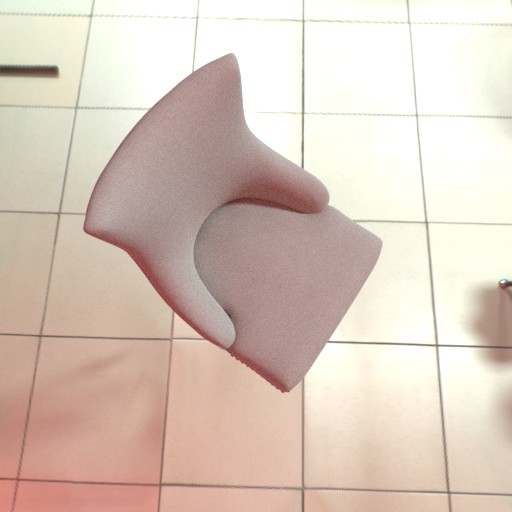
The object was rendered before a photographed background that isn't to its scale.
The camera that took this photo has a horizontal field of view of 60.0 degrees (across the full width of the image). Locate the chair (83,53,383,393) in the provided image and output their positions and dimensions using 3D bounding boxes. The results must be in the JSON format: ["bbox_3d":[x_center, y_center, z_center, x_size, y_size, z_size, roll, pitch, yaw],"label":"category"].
[{"bbox_3d":[0.000,0.000,1.320,0.629,0.909,0.566,33,77,9],"label":"chair"}]
